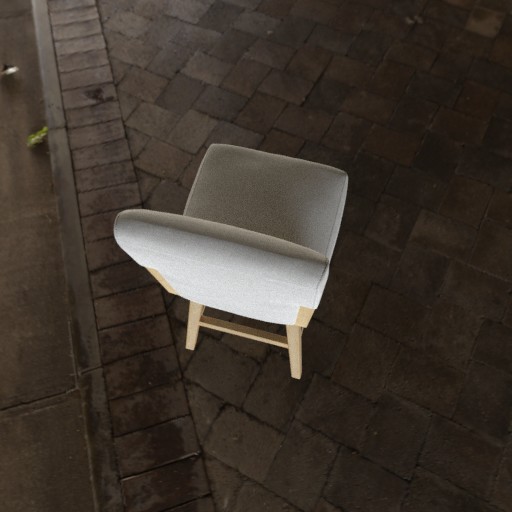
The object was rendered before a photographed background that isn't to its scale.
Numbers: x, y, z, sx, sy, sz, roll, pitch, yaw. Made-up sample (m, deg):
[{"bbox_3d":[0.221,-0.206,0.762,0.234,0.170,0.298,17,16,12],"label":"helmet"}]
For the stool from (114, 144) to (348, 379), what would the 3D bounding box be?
[{"bbox_3d":[0.000,0.000,1.304,0.446,1.015,0.543,14,64,7],"label":"stool"}]
